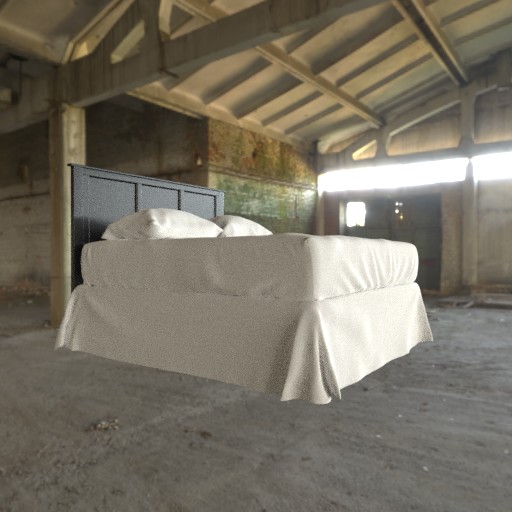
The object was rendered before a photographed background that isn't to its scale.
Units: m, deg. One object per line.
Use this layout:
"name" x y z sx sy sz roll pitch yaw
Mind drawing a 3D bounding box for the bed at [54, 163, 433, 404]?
"bed" 0.000 0.000 3.130 2.050 1.270 1.870 0 0 36
